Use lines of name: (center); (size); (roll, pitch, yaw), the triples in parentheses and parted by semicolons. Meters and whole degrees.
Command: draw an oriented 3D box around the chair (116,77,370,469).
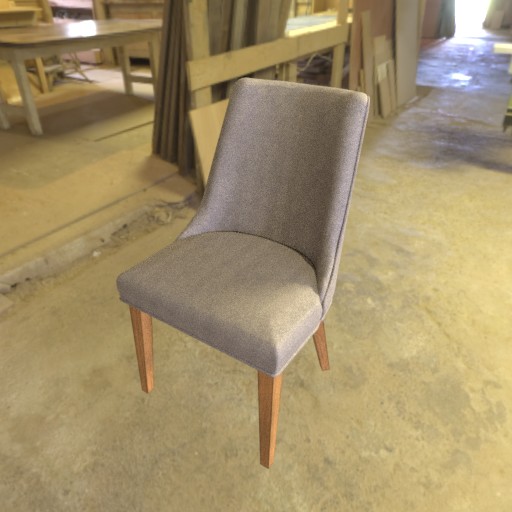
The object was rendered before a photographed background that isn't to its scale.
chair: (0.000, 0.000, 1.339); (0.548, 0.916, 0.636); (20, 37, 28)
